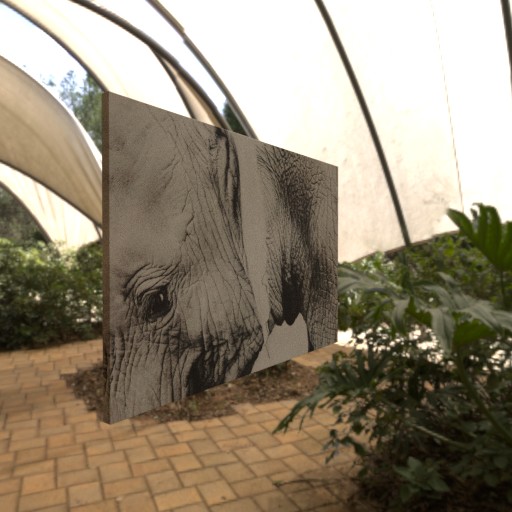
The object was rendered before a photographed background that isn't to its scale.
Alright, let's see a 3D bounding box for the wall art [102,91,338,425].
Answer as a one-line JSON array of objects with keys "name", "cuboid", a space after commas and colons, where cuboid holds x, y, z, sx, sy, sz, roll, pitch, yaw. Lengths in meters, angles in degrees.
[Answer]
[{"name": "wall art", "cuboid": [0.000, 0.000, 1.176, 0.023, 0.607, 0.914, 1, 1, 37]}]
